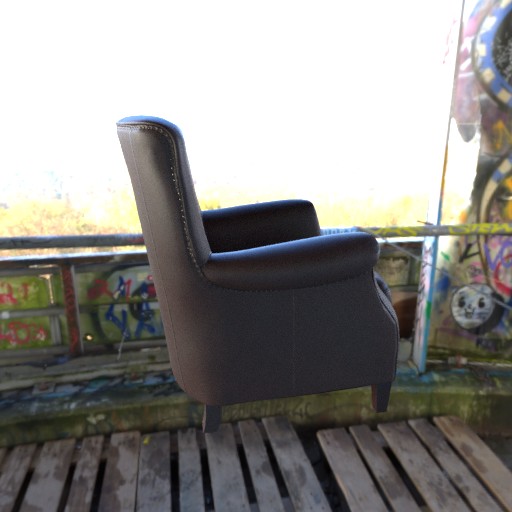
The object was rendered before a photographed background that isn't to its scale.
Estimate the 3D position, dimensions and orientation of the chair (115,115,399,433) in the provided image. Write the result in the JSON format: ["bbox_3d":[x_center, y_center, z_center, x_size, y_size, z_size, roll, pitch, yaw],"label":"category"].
[{"bbox_3d":[0.000,0.000,1.333,0.746,0.800,0.700,-3,16,-9],"label":"chair"}]
